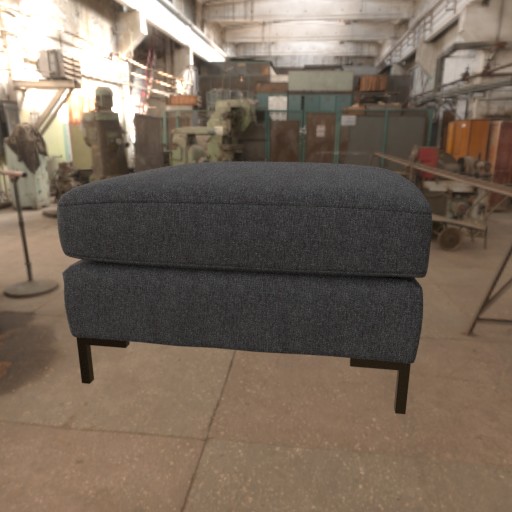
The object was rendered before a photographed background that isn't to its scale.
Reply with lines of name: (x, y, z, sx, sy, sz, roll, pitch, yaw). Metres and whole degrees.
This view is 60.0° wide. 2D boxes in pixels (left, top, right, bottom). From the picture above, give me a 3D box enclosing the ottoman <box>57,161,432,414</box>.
ottoman: (0.000, 0.000, 1.302, 0.831, 0.533, 0.695, 3, 16, 9)
